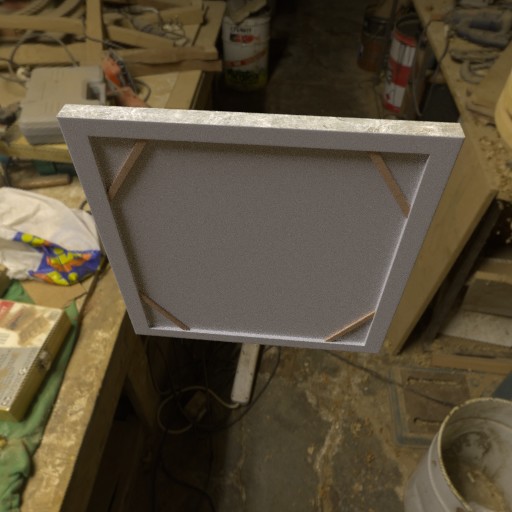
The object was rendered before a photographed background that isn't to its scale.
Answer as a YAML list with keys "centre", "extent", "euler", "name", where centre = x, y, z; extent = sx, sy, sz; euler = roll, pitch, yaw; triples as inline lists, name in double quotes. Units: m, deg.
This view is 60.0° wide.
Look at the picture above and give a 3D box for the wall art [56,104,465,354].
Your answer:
- centre: [0.000, 0.000, 0.895]
  extent: [0.610, 0.610, 0.038]
  euler: [4, 48, 4]
  name: "wall art"
